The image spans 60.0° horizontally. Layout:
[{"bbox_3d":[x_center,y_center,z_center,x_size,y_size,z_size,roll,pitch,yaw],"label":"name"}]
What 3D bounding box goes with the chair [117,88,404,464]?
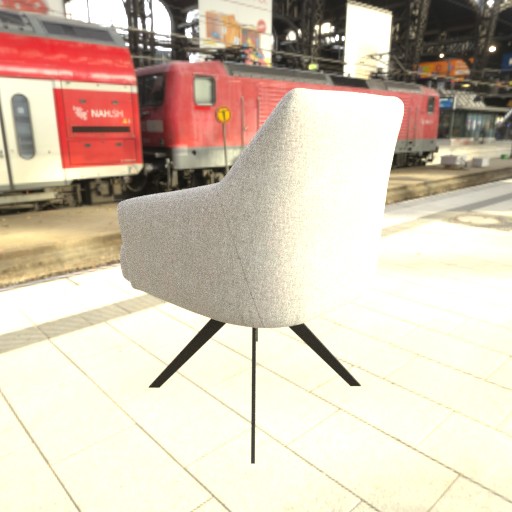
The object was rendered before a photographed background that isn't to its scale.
[{"bbox_3d":[0.000,0.000,1.301,0.642,0.874,0.677,-16,22,-43],"label":"chair"}]
